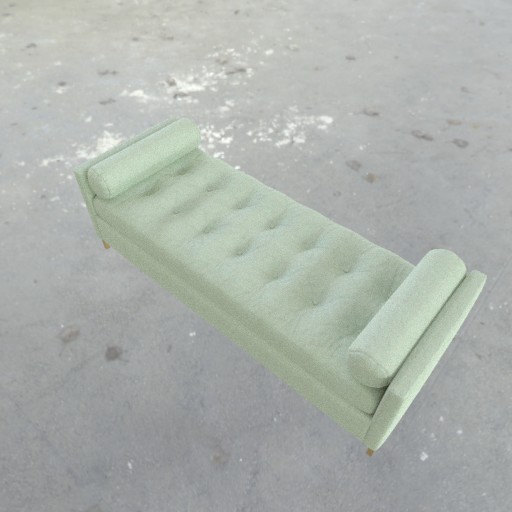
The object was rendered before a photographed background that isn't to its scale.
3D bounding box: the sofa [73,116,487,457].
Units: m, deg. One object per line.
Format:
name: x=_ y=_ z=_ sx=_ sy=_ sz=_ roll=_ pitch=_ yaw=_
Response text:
sofa: x=0.000 y=0.000 z=2.449 sx=2.102 sy=0.705 sz=0.796 roll=33 pitch=55 yaw=26
